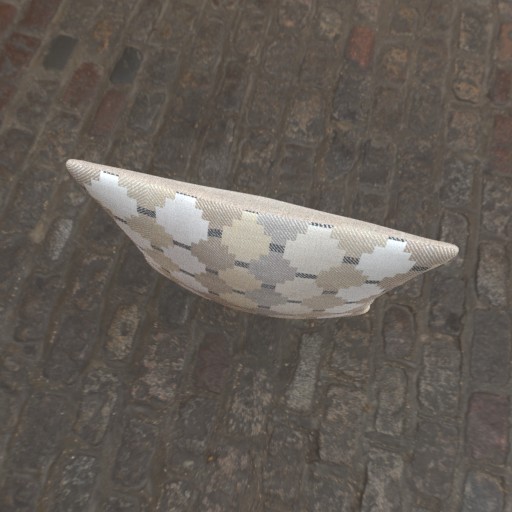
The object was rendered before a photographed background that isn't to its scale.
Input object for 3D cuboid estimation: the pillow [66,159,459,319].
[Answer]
[{"bbox_3d":[0.000,0.000,0.873,0.578,0.558,0.192,12,75,3],"label":"pillow"}]
